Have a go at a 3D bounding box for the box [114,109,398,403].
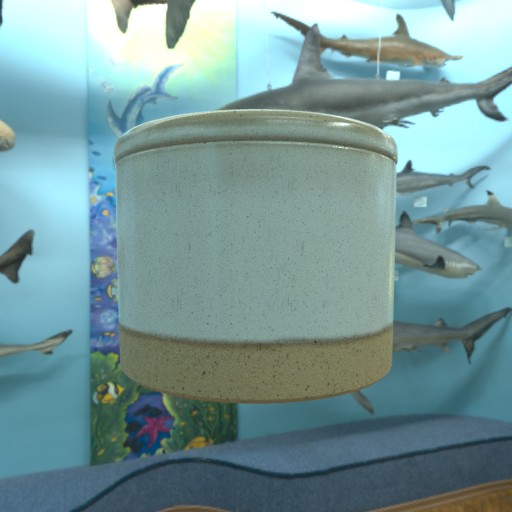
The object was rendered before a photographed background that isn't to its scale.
[{"bbox_3d":[0.000,0.000,0.253,0.154,0.123,0.154,0,1,0],"label":"box"}]
